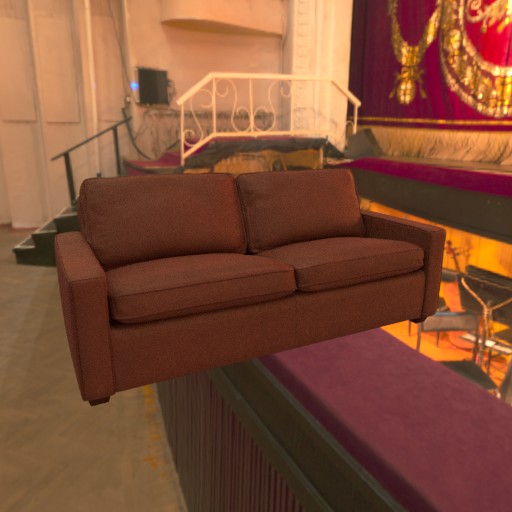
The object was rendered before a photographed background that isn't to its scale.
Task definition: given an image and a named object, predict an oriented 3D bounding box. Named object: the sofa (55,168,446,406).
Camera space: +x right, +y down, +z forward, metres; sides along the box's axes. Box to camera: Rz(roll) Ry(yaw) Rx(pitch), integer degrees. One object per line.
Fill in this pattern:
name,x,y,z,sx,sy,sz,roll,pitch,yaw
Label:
sofa,0.000,0.000,2.545,2.080,0.919,0.940,-8,18,-26
